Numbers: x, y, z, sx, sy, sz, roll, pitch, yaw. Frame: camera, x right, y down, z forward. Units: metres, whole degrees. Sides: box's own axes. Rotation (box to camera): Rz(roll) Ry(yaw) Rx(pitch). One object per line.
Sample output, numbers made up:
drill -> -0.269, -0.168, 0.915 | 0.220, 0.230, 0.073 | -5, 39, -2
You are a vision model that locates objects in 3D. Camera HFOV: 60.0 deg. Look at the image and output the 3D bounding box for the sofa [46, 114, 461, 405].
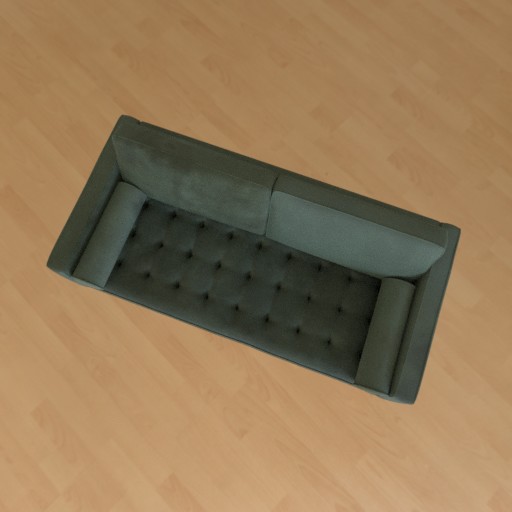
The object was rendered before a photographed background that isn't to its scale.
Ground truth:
sofa -> 0.000, 0.000, 2.341 | 1.880, 0.772, 0.916 | 20, 76, 5
